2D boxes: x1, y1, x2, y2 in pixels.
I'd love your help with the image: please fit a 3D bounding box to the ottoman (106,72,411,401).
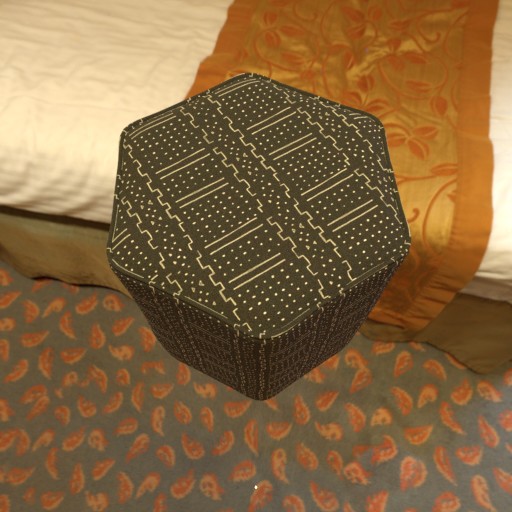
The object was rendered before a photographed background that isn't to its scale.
[{"bbox_3d":[0.000,0.000,0.885,0.494,0.502,0.443,-30,66,-15],"label":"ottoman"}]
